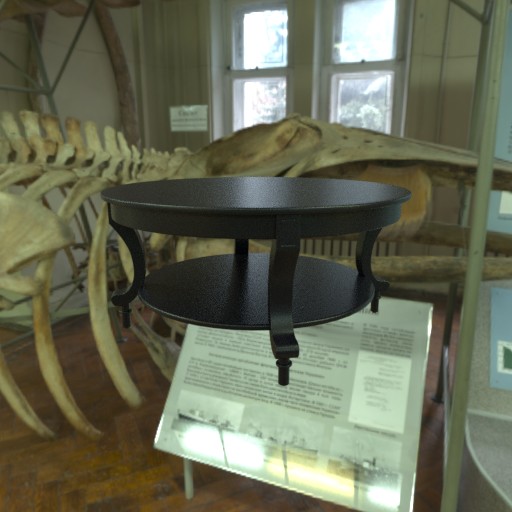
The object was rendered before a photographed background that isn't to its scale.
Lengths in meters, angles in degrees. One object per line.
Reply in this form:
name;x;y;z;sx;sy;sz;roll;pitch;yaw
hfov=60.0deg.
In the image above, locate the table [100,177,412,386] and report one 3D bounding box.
table;0.000;0.000;1.599;1.029;0.491;1.029;0;14;0
